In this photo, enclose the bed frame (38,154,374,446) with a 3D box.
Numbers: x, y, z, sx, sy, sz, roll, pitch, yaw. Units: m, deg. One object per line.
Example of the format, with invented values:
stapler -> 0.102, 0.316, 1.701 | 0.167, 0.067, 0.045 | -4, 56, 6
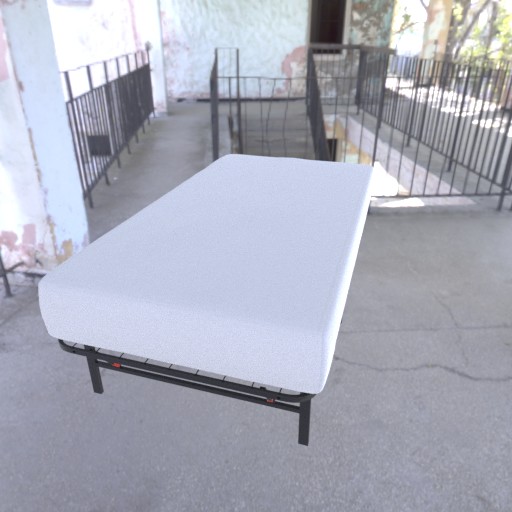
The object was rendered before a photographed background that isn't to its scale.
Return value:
bed frame -> 0.000, 0.000, 2.298 | 1.025, 0.640, 1.908 | 8, 28, 15
